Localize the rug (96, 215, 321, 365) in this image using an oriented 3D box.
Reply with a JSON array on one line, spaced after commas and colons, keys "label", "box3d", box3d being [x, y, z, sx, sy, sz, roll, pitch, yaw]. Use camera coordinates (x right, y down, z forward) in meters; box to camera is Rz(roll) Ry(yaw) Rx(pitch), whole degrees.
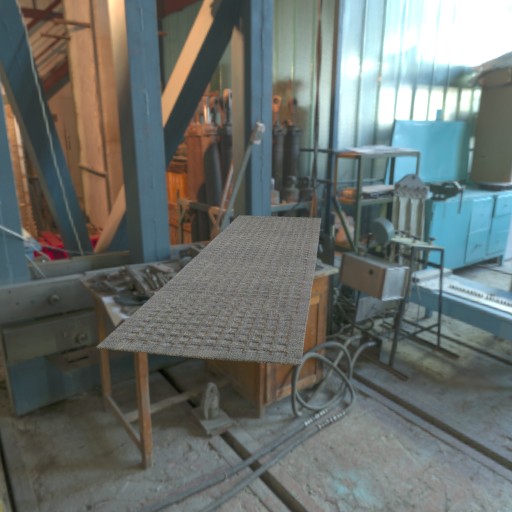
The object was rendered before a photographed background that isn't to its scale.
[{"label": "rug", "box3d": [0.000, 0.000, 2.621, 0.706, 0.009, 2.443, 3, 16, 9]}]
